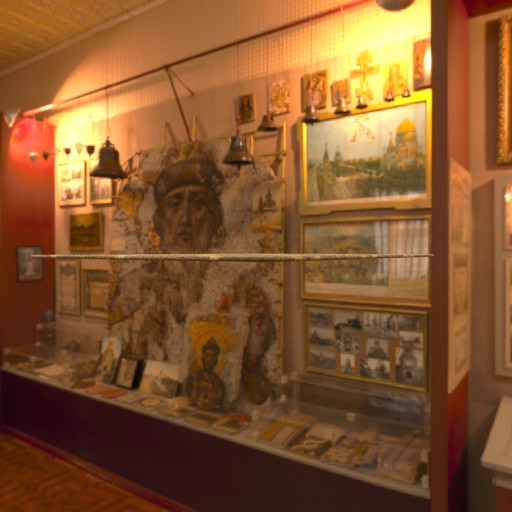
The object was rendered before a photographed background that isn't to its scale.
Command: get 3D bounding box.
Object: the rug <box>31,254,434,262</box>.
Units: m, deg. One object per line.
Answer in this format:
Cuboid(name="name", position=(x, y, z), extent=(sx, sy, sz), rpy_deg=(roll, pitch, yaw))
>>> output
Cuboid(name="rug", position=(0.000, 0.000, 4.111), extent=(2.399, 0.026, 3.000), rpy_deg=(0, 1, 37))
